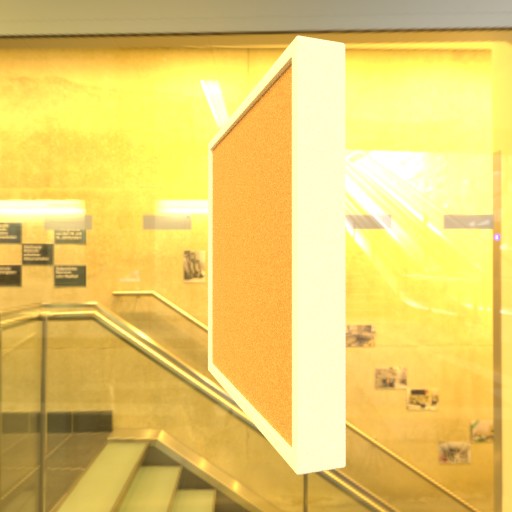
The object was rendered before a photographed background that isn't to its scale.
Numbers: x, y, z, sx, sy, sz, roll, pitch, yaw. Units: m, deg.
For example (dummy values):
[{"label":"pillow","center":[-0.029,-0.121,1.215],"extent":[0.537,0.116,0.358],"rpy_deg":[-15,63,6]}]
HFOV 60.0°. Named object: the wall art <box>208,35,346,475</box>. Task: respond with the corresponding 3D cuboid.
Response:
[{"label":"wall art","center":[0.000,0.000,0.456],"extent":[0.038,0.305,0.305],"rpy_deg":[0,0,-18]}]
